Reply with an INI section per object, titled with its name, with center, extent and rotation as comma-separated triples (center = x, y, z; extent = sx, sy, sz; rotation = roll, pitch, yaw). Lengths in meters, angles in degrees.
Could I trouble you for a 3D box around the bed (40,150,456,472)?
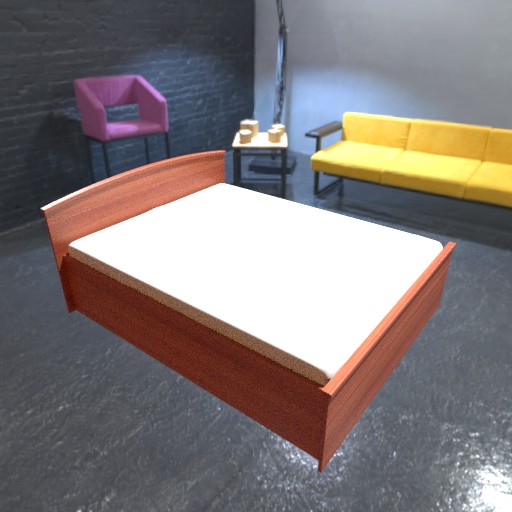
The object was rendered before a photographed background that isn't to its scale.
[bed]
center = 0.000, 0.000, 2.933
extent = 2.053, 0.848, 1.683
rotation = 20, 34, 32
